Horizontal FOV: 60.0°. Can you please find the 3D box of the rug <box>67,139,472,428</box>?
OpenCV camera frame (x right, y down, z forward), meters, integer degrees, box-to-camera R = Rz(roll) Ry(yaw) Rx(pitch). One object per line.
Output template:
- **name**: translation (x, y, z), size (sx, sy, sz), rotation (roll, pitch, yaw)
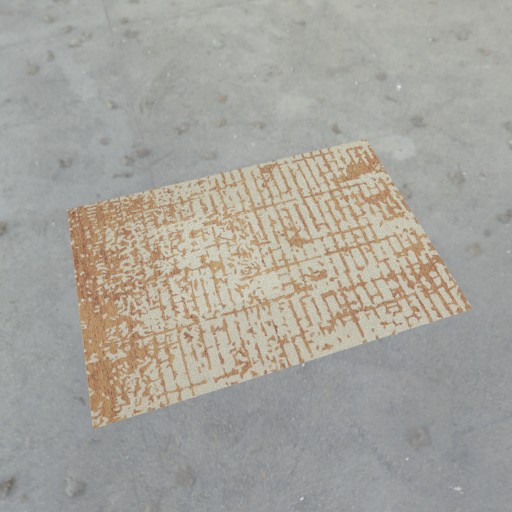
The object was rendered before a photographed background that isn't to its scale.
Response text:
- **rug**: translation (0.000, 0.000, 2.321), size (1.829, 0.011, 1.219), rotation (-15, 60, -9)
